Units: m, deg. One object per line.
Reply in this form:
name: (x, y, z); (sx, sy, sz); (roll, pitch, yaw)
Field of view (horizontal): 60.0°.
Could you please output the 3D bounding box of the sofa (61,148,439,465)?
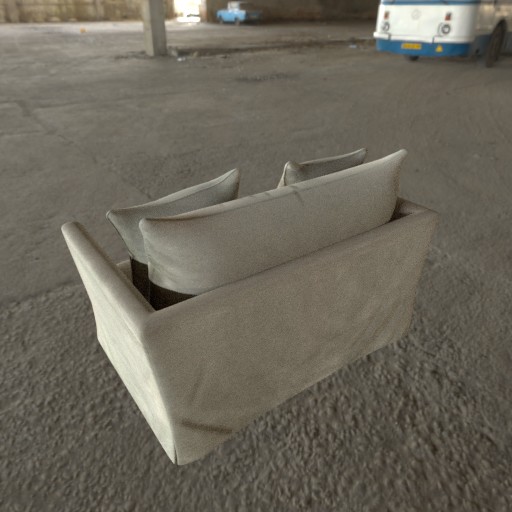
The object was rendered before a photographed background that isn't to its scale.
sofa: (0.000, 0.000, 2.282); (1.608, 1.040, 1.035); (-20, 36, -30)
